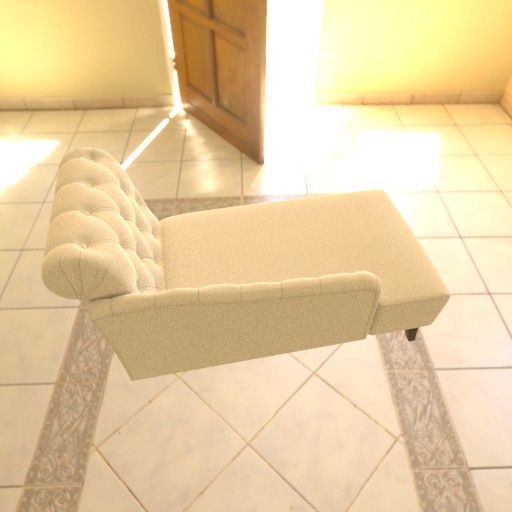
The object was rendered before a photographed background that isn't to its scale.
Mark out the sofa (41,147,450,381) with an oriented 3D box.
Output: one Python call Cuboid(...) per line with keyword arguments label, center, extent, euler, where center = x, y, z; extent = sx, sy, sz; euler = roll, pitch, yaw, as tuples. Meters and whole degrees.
Cuboid(label="sofa", center=(0.000, 0.000, 1.778), extent=(1.379, 0.787, 0.675), euler=(-8, 47, -8))
